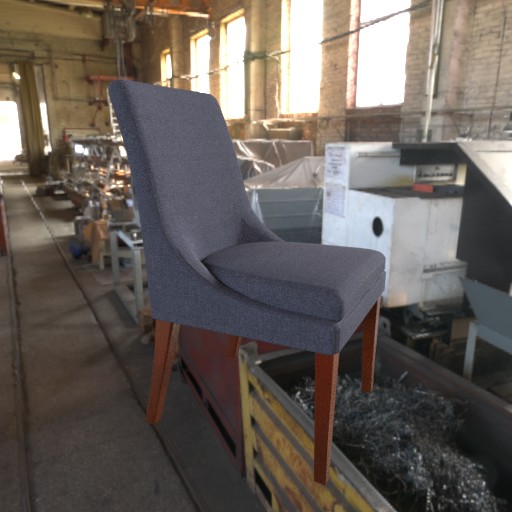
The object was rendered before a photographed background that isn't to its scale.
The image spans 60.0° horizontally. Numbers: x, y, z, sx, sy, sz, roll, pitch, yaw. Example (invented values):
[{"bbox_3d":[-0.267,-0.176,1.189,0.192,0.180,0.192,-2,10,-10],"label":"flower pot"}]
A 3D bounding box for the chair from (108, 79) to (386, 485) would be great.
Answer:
[{"bbox_3d":[0.000,0.000,1.287,0.655,0.952,0.508,8,17,26],"label":"chair"}]
